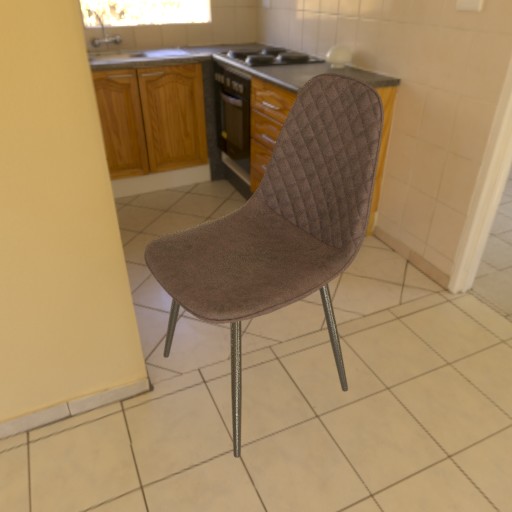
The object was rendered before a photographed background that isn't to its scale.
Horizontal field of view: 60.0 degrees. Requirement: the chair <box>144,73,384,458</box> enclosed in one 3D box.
[{"bbox_3d":[0.000,0.000,1.228,0.561,0.889,0.472,-20,37,-29],"label":"chair"}]
